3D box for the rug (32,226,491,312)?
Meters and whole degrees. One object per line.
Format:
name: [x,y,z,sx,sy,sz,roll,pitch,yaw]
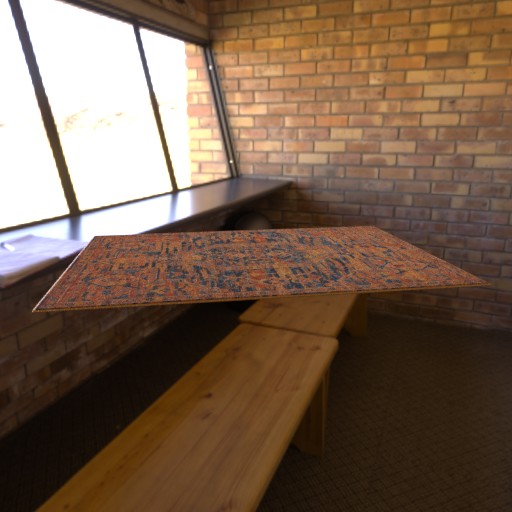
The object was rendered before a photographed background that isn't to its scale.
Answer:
rug: [0.000,0.000,2.212,1.758,0.013,1.148,-3,16,-9]
